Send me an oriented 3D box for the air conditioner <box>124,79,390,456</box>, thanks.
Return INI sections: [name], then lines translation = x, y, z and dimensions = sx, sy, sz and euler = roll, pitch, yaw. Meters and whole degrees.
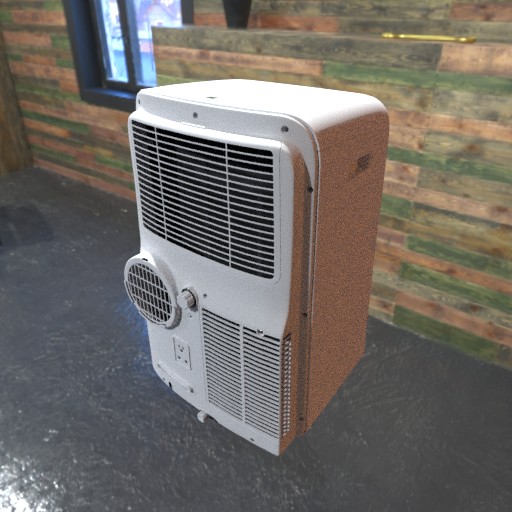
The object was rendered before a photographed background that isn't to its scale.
[air conditioner]
translation = 0.000, 0.000, 1.064
dimensions = 0.478, 0.765, 0.467
euler = 21, 36, 32
